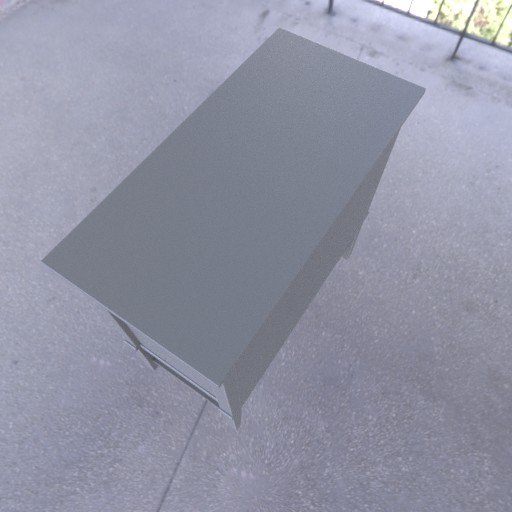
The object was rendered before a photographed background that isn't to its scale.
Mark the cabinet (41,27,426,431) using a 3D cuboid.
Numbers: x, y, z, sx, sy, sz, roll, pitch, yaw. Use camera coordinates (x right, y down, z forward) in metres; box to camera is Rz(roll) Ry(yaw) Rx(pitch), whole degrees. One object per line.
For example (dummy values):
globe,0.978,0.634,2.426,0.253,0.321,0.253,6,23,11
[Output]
cabinet,0.000,0.000,1.244,0.396,0.780,0.801,31,66,15
